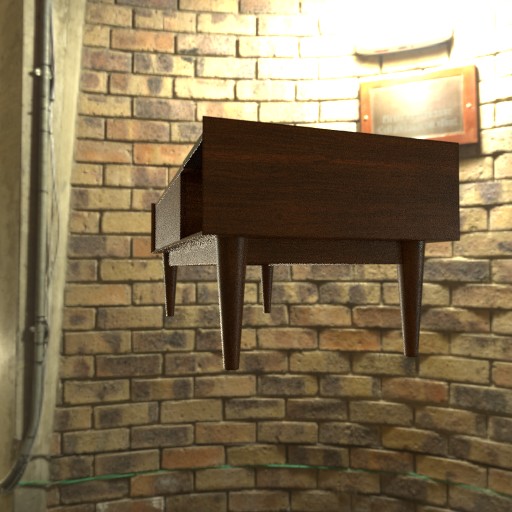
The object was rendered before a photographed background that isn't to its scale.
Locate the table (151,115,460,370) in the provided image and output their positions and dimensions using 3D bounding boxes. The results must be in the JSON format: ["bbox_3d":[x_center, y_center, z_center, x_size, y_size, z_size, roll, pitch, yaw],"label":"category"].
[{"bbox_3d":[0.000,0.000,1.524,0.610,0.508,1.221,0,-2,-18],"label":"table"}]
